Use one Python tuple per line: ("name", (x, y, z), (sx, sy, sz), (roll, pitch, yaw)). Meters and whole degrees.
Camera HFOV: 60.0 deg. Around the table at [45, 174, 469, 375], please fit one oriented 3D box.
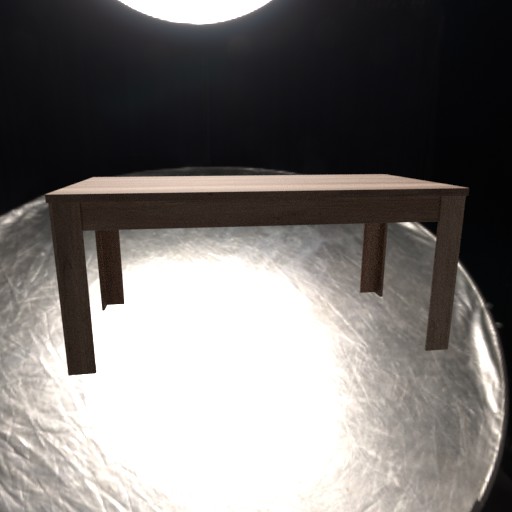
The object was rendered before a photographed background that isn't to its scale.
("table", (0.000, 0.000, 2.388), (1.800, 0.790, 0.900), (-2, 14, -8))
